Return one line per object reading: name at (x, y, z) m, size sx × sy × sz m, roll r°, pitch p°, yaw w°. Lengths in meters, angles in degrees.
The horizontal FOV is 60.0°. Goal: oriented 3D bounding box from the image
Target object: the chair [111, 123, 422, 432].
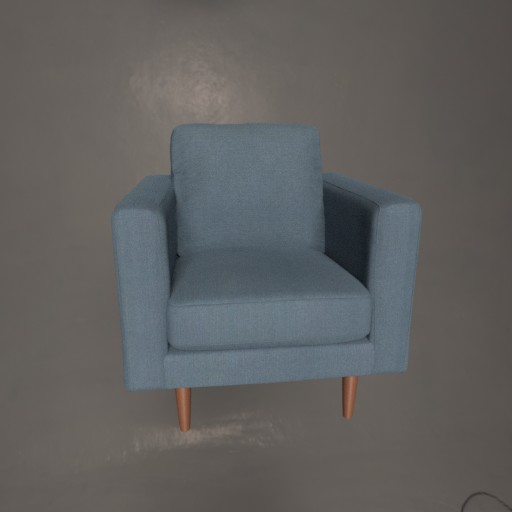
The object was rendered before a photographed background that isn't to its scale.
chair at (0.000, 0.000, 1.589) m, size 0.855 × 0.922 × 0.820 m, roll -2°, pitch 16°, yaw -7°
